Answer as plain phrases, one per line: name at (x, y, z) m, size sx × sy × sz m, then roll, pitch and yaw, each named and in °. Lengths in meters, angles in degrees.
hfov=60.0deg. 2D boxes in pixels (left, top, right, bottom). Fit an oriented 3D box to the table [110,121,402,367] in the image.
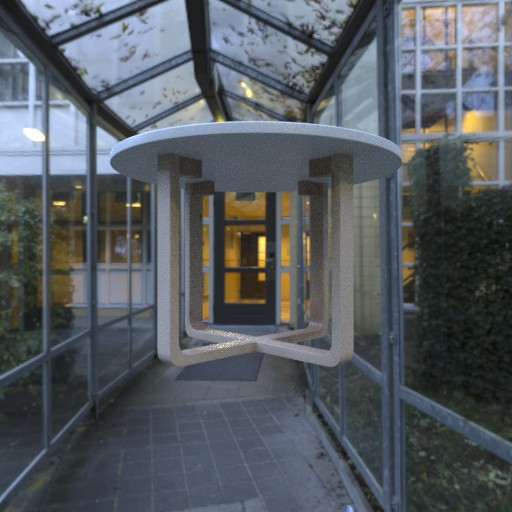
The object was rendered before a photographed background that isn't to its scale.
table at (0.000, 0.000, 0.958) m, size 0.600 × 0.400 × 0.600 m, roll 0°, pitch 0°, yaw 0°
